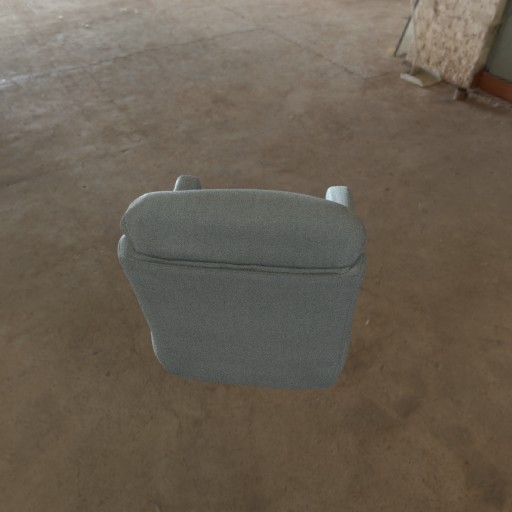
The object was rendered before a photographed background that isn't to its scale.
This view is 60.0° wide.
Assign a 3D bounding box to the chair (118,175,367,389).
[{"bbox_3d":[0.000,0.000,1.681,0.794,1.016,0.940,4,44,4],"label":"chair"}]
